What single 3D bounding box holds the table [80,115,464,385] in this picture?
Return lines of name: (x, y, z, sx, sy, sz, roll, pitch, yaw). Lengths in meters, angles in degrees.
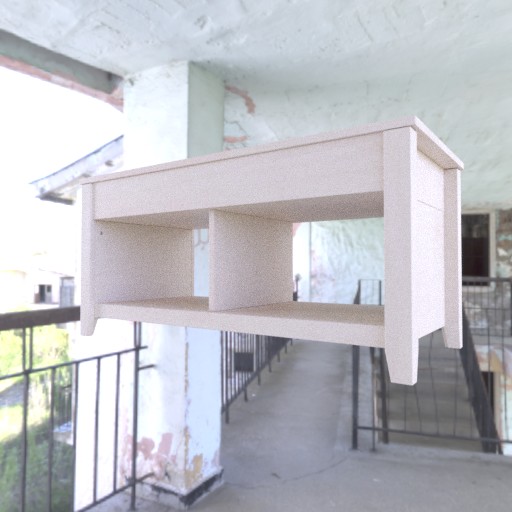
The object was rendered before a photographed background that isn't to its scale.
table: (0.000, 0.000, 1.265, 1.016, 0.483, 0.457, -1, -2, 35)
